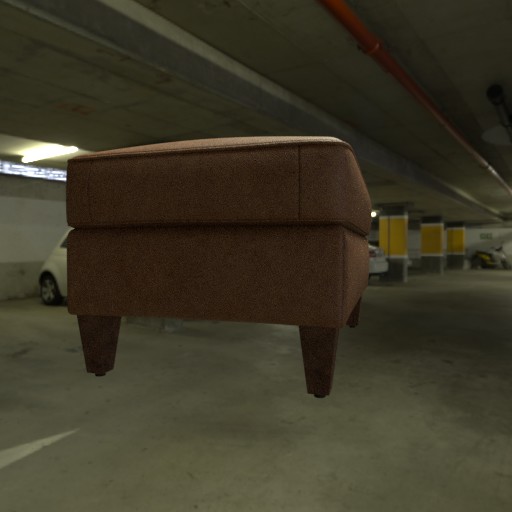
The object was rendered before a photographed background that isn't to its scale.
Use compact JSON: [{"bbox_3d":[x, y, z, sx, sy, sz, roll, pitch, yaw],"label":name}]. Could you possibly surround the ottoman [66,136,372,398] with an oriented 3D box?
[{"bbox_3d":[0.000,0.000,1.189,0.584,0.483,0.864,0,1,17],"label":"ottoman"}]
